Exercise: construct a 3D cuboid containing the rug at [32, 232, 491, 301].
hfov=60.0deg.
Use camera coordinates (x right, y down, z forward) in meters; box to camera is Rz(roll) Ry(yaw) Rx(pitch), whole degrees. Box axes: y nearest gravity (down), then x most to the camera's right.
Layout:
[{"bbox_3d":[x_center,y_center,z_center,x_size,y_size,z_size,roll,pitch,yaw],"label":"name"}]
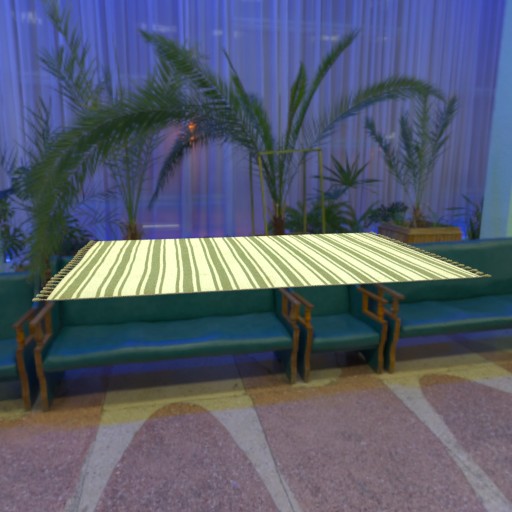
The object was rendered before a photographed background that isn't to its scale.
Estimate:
[{"bbox_3d":[0.000,0.000,3.012,2.435,0.018,1.540,-2,13,-10],"label":"rug"}]
